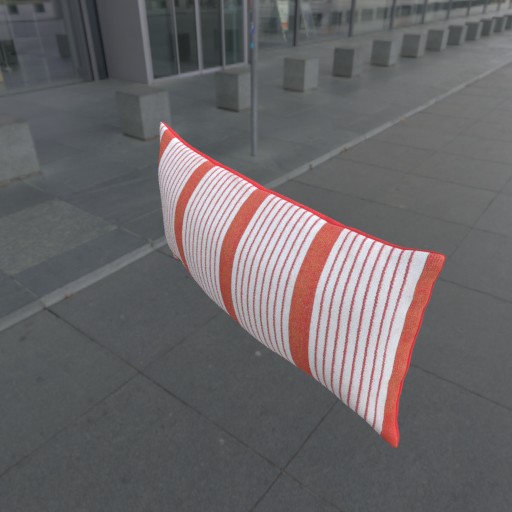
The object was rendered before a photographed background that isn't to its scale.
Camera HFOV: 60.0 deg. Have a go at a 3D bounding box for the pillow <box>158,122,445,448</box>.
[{"bbox_3d":[0.000,0.000,0.709,0.151,0.297,0.608,-22,37,-31],"label":"pillow"}]
